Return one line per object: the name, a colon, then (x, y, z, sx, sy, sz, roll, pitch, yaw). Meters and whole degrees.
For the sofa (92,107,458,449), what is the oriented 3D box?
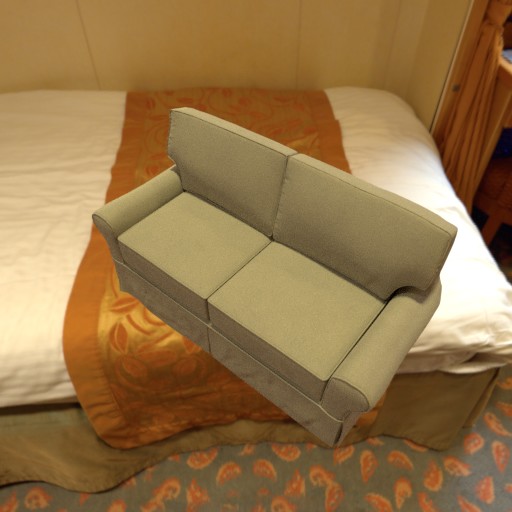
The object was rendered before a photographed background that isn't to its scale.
sofa: (0.000, 0.000, 2.384, 1.823, 1.024, 0.841, 30, 53, 26)
